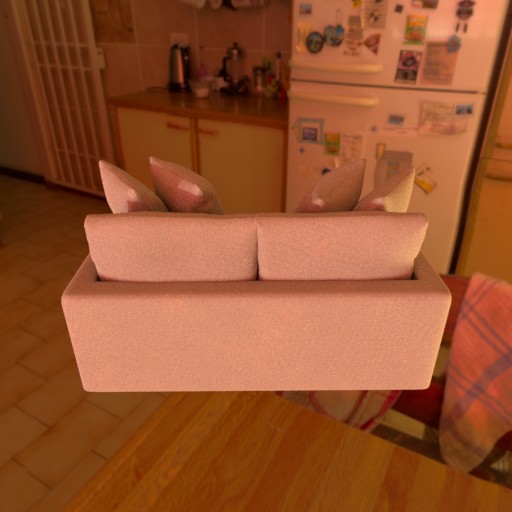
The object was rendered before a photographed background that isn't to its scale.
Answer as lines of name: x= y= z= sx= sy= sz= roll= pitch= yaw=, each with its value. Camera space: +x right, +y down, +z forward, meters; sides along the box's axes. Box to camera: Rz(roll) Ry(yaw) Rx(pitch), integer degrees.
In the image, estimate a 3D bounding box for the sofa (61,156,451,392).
sofa: x=0.000 y=0.000 z=2.654 sx=1.869 sy=1.080 sz=1.228 roll=0 pitch=29 yaw=-1
